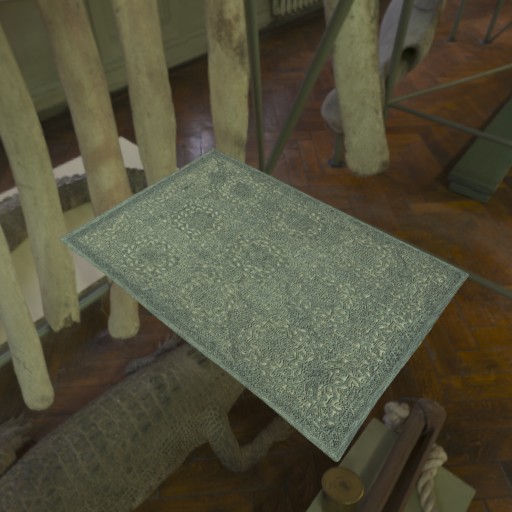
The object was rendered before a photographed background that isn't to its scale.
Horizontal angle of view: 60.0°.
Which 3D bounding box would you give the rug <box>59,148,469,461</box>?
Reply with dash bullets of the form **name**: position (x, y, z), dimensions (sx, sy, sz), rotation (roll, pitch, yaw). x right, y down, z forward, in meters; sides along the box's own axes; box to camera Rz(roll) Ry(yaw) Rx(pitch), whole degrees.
- **rug**: position (0.000, 0.000, 2.357), dimensions (1.830, 0.016, 1.224), rotation (31, 53, 27)
